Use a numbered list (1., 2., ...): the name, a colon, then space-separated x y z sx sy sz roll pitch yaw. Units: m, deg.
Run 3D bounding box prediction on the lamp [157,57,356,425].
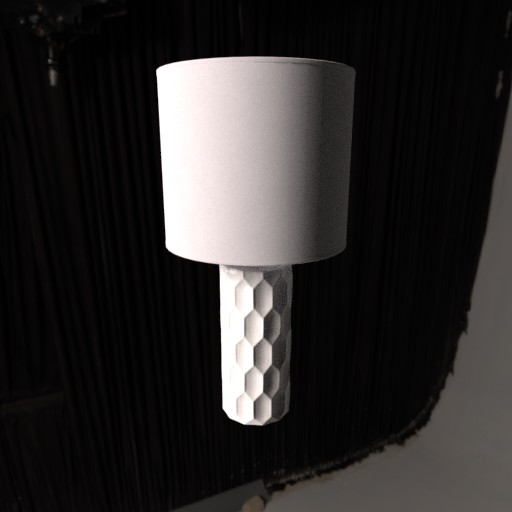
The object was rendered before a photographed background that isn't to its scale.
1. lamp: 0.000 0.000 0.699 0.277 0.537 0.277 -7 17 -25
